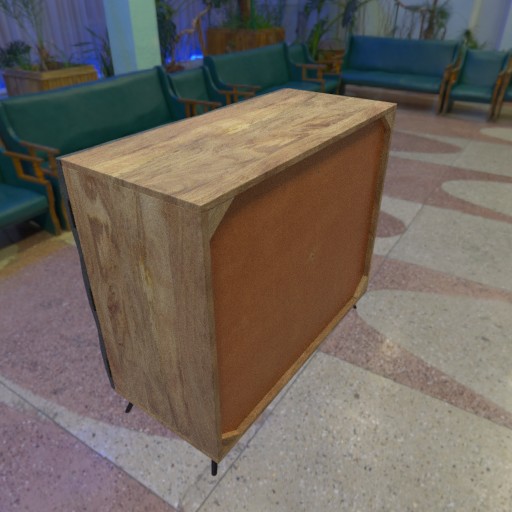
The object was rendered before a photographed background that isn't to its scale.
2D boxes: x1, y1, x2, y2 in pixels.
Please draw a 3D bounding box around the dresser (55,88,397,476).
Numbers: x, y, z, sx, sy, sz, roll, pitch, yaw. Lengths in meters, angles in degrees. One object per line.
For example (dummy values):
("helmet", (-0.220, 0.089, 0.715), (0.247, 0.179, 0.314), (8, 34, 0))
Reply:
("dresser", (0.000, 0.000, 1.446), (0.446, 0.847, 0.967), (21, 37, 30))
